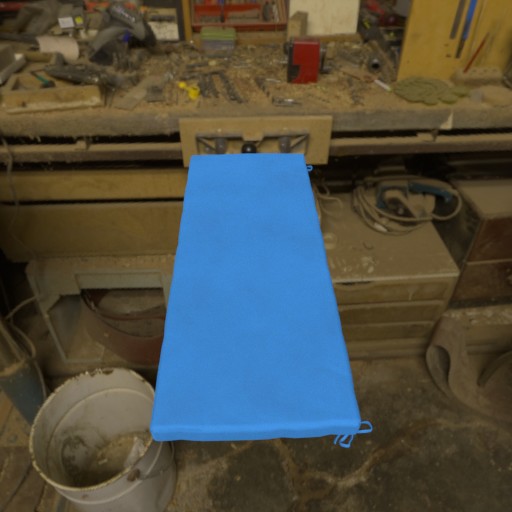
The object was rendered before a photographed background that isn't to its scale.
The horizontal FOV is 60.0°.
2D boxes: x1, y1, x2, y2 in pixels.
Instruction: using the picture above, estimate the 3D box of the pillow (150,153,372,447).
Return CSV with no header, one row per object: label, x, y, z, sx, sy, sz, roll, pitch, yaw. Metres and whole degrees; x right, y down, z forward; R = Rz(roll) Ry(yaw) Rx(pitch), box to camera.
pillow,0.000,0.000,1.376,0.492,0.081,1.187,-1,43,-1
